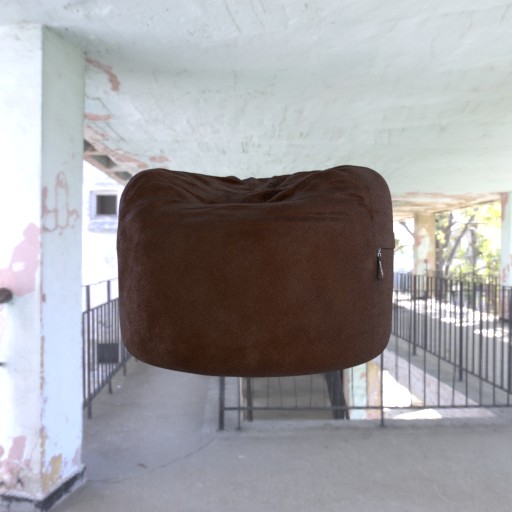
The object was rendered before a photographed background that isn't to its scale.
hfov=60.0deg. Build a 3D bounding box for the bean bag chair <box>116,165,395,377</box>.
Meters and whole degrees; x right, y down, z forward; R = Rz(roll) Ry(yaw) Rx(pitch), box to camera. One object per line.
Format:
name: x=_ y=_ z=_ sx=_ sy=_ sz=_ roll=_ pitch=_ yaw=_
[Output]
bean bag chair: x=0.000 y=0.000 z=1.533 sx=0.918 sy=0.616 sz=0.918 roll=0 pitch=0 yaw=0
